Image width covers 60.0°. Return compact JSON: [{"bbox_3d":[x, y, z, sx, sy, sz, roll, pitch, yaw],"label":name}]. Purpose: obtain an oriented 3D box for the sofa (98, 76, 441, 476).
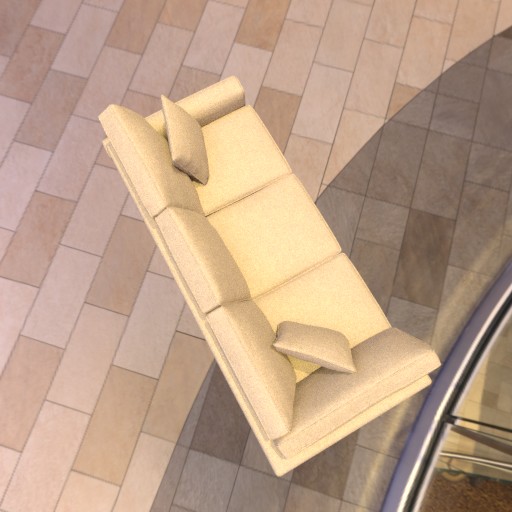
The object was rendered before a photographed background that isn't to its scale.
[{"bbox_3d":[0.000,0.000,2.869,1.061,0.962,2.317,-28,77,-7],"label":"sofa"}]
